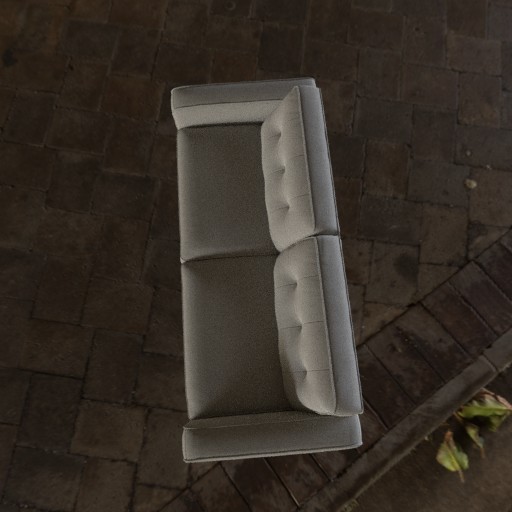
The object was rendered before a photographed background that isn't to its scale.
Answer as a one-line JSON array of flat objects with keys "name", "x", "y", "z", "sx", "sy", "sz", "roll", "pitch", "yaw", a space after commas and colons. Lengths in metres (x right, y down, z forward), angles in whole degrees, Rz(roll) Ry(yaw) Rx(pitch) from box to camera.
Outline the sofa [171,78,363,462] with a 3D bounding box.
[{"name": "sofa", "x": 0.000, "y": 0.000, "z": 2.752, "sx": 0.956, "sy": 0.781, "sz": 2.270, "roll": -4, "pitch": 75, "yaw": -1}]
